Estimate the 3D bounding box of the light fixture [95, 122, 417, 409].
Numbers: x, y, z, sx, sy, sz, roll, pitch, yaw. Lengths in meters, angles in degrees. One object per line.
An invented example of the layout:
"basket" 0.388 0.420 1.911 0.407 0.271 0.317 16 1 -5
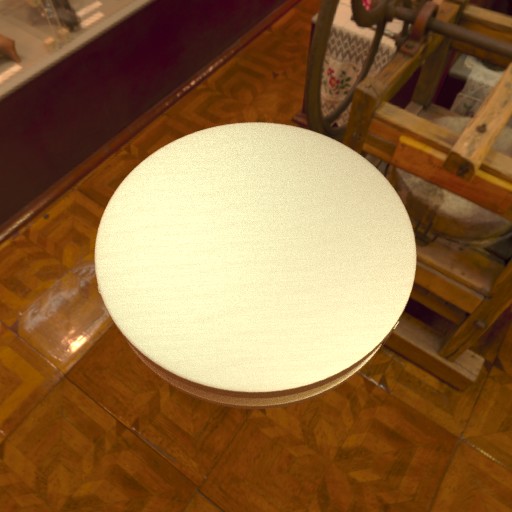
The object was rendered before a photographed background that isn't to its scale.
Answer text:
"light fixture" 0.000 0.000 0.538 0.356 0.102 0.356 0 58 0
